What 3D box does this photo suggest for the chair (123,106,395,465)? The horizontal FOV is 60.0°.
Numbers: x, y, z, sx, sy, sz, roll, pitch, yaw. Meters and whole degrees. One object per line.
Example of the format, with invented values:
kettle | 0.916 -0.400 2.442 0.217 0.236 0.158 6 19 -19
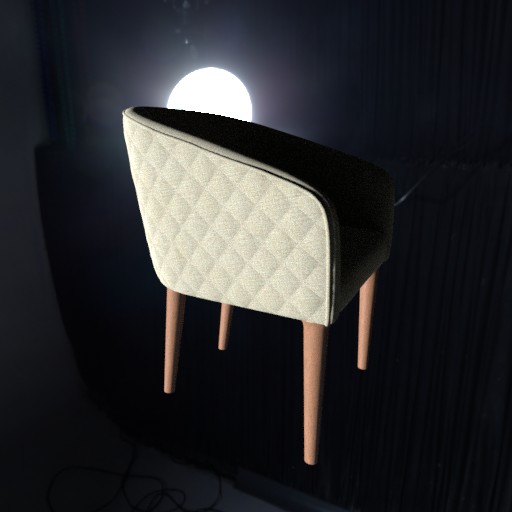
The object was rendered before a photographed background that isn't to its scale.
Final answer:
chair | 0.000 0.000 1.198 0.616 0.775 0.584 8 17 26
